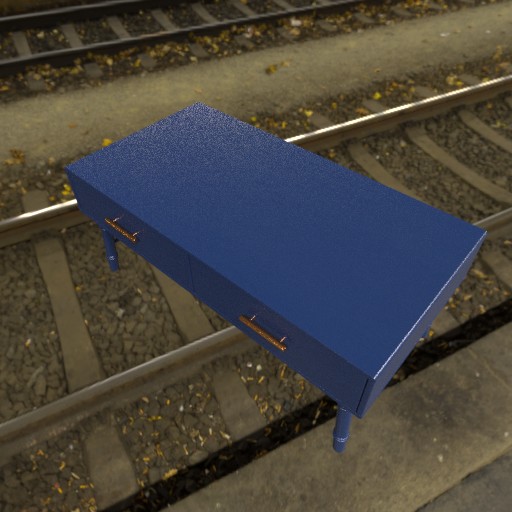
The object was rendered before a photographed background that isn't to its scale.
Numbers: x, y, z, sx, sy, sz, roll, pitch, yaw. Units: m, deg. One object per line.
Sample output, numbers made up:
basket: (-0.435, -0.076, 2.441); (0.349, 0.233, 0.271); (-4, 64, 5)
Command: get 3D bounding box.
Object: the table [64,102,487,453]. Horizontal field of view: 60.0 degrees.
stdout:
table: (0.000, 0.000, 1.382); (1.067, 0.457, 0.572); (32, 54, 27)
